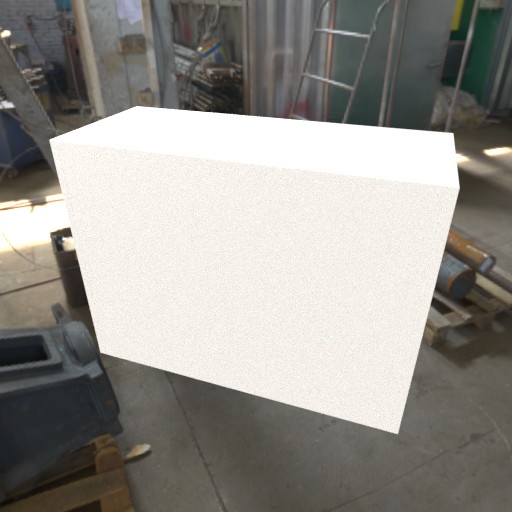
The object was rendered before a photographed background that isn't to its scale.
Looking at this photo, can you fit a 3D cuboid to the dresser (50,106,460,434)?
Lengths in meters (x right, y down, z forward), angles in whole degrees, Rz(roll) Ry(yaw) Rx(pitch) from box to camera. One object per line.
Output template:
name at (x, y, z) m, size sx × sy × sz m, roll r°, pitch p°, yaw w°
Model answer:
dresser at (0.000, 0.000, 1.516) m, size 1.100 × 0.820 × 0.460 m, roll 10°, pitch 32°, yaw 17°
